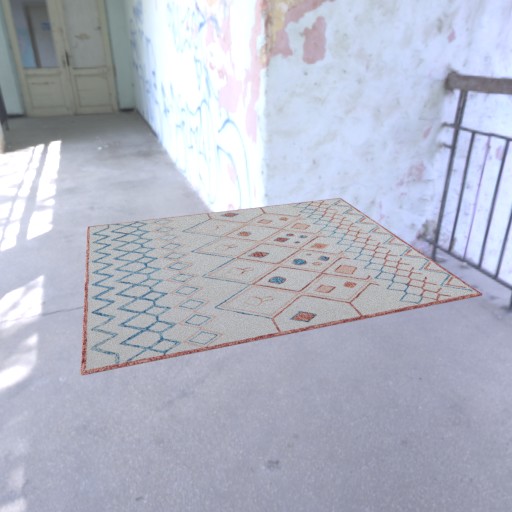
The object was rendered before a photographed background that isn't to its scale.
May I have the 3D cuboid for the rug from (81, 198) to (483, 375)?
[{"bbox_3d":[0.000,0.000,4.179,3.050,0.016,2.441,-8,28,-16],"label":"rug"}]
